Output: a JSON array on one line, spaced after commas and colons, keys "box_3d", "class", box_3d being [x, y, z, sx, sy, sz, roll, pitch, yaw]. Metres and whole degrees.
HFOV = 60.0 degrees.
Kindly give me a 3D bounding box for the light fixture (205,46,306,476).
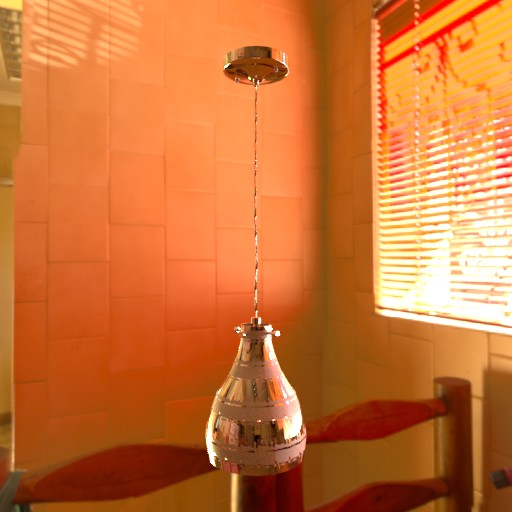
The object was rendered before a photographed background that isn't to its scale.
[{"box_3d": [0.000, 0.000, 1.652, 0.374, 1.457, 0.374, -1, -1, 35], "class": "light fixture"}]
